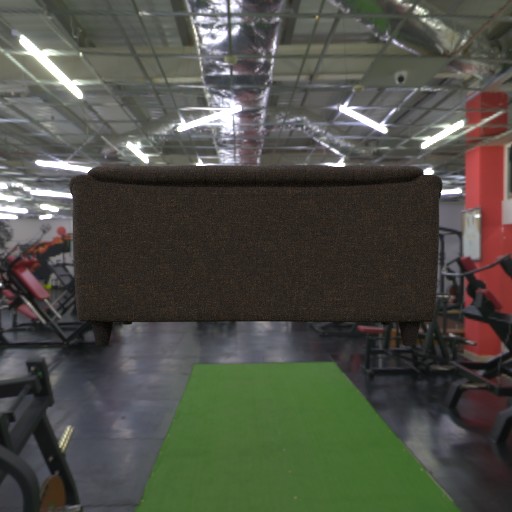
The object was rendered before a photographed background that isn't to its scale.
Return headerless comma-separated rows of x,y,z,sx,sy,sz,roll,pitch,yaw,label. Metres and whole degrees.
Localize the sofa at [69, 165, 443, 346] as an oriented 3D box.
0.000,0.000,2.293,1.849,0.790,0.887,0,0,0,sofa
